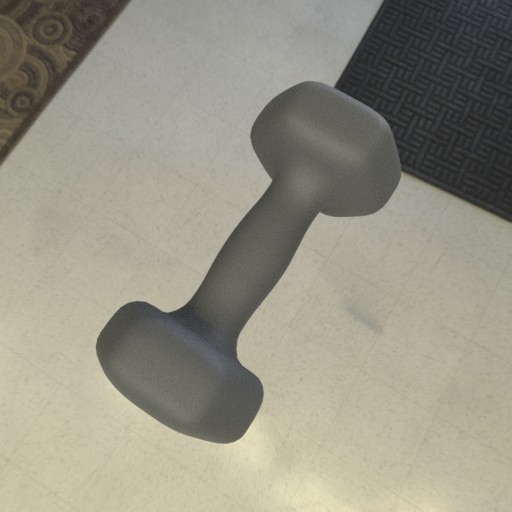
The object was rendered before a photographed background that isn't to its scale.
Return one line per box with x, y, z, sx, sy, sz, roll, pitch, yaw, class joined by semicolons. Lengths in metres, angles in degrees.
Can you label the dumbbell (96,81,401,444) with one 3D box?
0.000;0.000;0.306;0.116;0.105;0.240;33;78;8;dumbbell
